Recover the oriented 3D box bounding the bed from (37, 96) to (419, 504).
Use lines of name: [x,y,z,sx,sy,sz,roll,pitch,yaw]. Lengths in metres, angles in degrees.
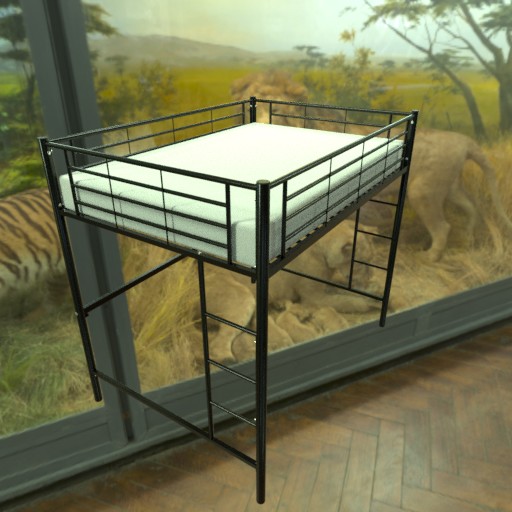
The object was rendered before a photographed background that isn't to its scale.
bed: [0.000,0.000,3.069,1.397,1.803,1.994,17,31,30]
